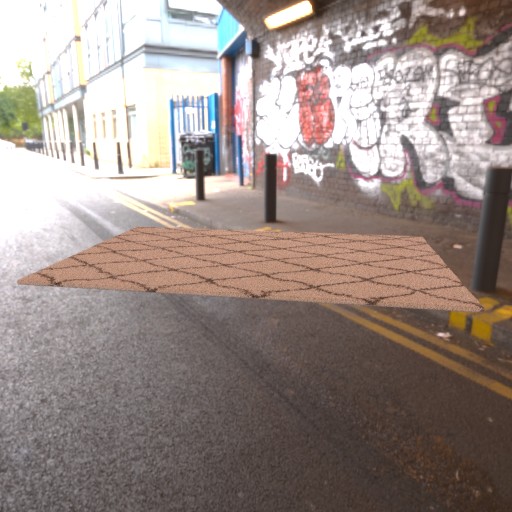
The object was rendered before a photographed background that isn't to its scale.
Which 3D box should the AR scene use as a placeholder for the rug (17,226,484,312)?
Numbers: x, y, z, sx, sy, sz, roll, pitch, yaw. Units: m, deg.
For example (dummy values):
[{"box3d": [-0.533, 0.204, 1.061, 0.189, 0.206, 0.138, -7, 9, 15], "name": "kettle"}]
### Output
[{"box3d": [0.000, 0.000, 3.386, 2.743, 0.030, 1.778, 3, 15, 10], "name": "rug"}]
